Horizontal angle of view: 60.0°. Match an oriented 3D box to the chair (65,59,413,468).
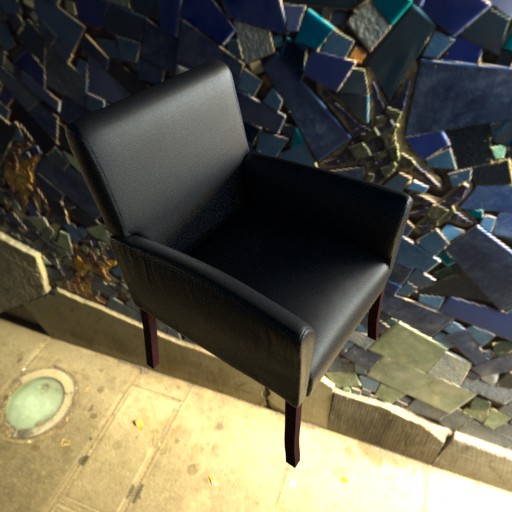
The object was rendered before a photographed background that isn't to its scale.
[{"bbox_3d":[0.000,0.000,1.460,0.772,0.951,0.683,26,48,25],"label":"chair"}]
